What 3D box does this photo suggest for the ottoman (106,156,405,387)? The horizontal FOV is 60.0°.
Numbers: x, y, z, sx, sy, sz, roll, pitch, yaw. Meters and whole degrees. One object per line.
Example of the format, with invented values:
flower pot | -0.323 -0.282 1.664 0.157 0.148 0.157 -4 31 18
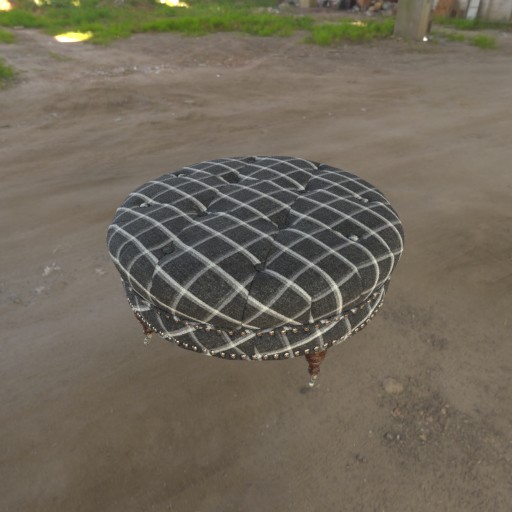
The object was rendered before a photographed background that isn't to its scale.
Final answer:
ottoman | 0.000 0.000 1.452 0.901 0.439 0.901 0 32 0
